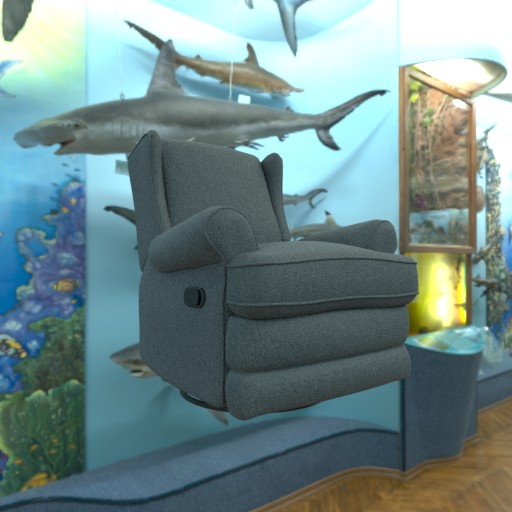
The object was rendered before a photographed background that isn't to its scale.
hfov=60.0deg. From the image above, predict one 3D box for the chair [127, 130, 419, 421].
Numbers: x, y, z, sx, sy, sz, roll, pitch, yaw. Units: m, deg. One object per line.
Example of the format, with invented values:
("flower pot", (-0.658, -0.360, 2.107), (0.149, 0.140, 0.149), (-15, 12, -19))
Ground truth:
("chair", (0.000, 0.000, 1.688), (0.847, 1.011, 0.969), (0, -1, -36))
